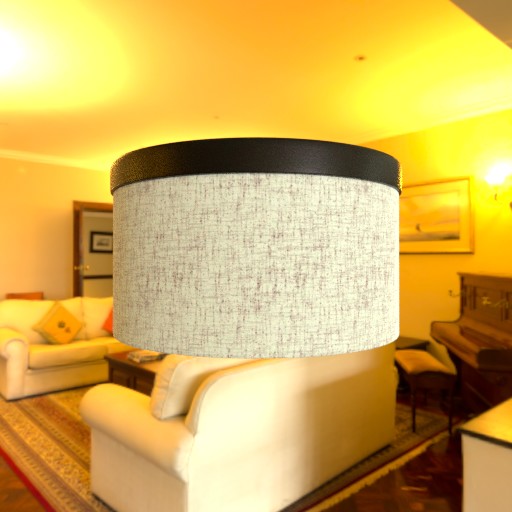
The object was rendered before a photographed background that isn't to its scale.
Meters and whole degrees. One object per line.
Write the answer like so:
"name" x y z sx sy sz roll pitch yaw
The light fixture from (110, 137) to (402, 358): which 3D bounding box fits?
"light fixture" 0.000 0.000 0.622 0.389 0.229 0.389 0 0 0
